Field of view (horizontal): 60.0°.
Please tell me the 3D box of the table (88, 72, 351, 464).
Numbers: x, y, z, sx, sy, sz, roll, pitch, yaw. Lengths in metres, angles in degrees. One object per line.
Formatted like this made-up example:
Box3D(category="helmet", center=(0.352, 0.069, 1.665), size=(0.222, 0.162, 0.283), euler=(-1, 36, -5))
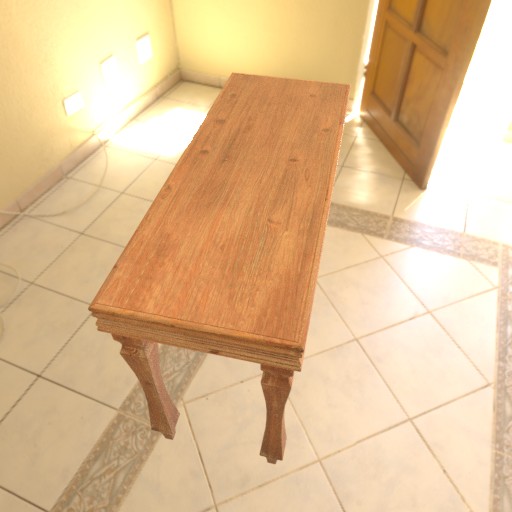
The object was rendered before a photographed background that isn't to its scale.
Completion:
Box3D(category="table", center=(0.000, 0.000, 1.780), size=(0.522, 0.873, 1.330), euler=(9, 47, 9))
